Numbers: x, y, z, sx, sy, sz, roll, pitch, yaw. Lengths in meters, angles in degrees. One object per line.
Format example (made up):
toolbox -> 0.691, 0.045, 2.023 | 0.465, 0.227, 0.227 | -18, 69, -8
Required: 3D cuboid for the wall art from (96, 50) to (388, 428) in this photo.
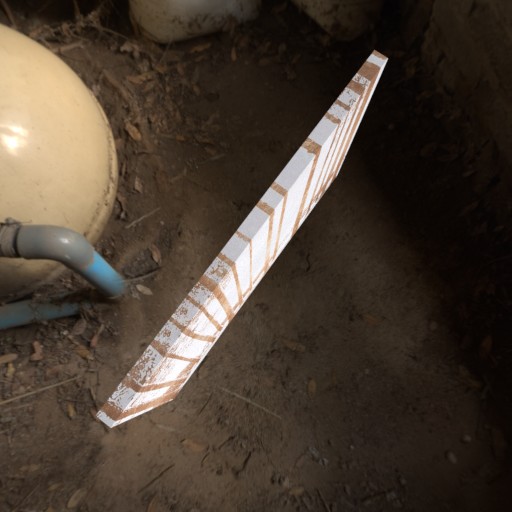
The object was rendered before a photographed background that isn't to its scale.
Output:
wall art -> 0.000, 0.000, 1.156 | 0.035, 0.609, 0.914 | 35, 79, 8
